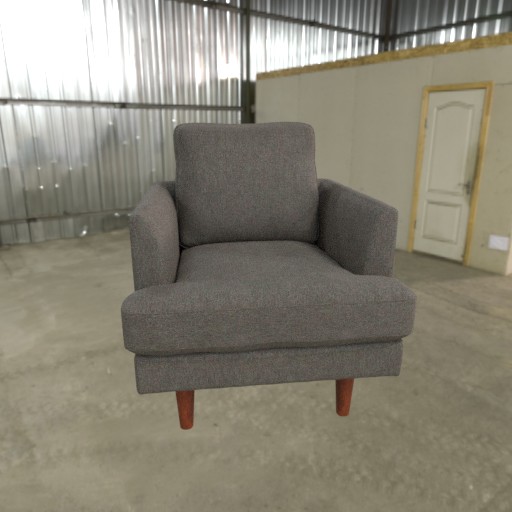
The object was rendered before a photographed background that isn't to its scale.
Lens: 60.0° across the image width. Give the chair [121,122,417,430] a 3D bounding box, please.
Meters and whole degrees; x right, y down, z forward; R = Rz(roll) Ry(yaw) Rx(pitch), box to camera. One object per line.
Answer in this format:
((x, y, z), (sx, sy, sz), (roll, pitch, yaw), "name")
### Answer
((0.000, 0.000, 1.649), (0.858, 0.957, 0.899), (-2, 17, -7), "chair")
